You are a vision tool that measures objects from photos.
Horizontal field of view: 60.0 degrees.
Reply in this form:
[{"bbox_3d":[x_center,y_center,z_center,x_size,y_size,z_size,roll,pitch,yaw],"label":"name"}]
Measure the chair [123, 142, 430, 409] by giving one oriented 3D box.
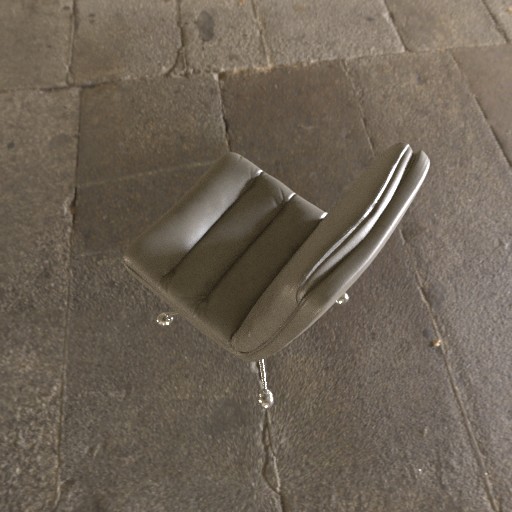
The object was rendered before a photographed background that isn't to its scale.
[{"bbox_3d":[0.000,0.000,1.009,0.485,0.738,0.422,34,67,16],"label":"chair"}]
